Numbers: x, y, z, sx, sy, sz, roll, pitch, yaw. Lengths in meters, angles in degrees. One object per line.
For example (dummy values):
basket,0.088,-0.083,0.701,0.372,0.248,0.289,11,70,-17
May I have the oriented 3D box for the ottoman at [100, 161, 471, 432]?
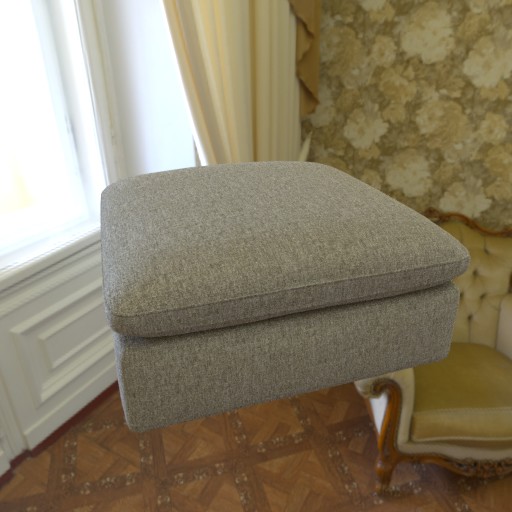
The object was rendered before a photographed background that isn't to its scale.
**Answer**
ottoman,0.000,0.000,1.619,1.039,0.526,1.035,-8,28,-16
